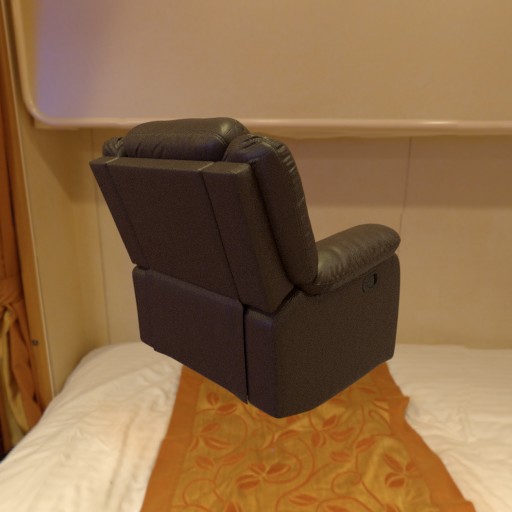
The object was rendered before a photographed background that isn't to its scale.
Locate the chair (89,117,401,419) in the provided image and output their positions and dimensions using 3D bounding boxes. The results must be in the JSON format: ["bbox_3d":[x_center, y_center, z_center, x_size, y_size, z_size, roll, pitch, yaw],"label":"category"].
[{"bbox_3d":[0.000,0.000,1.735,0.899,1.009,0.934,14,20,43],"label":"chair"}]
